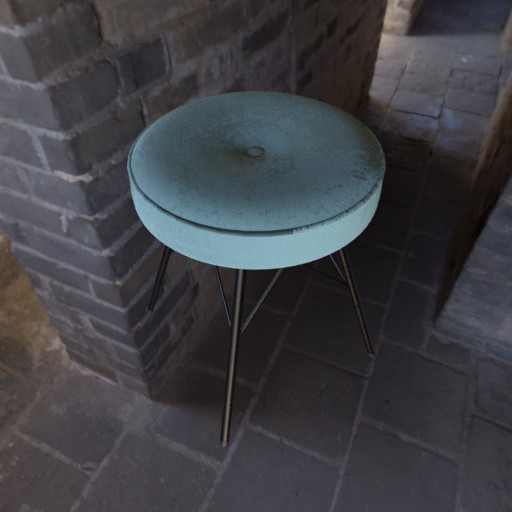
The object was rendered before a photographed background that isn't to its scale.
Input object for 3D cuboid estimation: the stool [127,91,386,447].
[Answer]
[{"bbox_3d":[0.000,0.000,0.881,0.458,0.519,0.457,-17,48,-16],"label":"stool"}]
